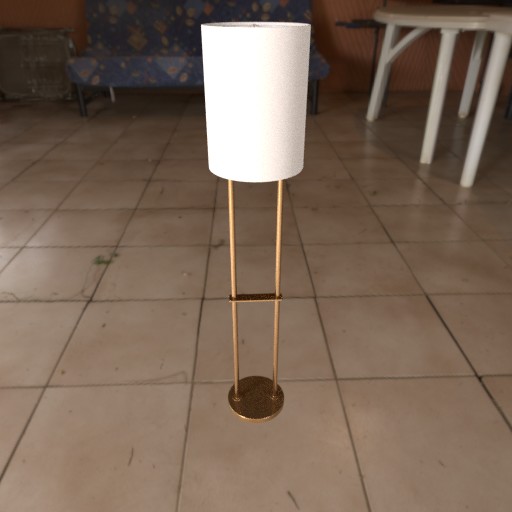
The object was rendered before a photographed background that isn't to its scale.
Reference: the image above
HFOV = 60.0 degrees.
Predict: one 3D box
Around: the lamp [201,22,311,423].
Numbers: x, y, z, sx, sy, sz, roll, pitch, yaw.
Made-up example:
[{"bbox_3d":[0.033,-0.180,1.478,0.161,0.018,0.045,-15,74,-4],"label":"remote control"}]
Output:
[{"bbox_3d":[0.000,0.000,1.618,0.306,1.500,0.305,-1,30,-3],"label":"lamp"}]
